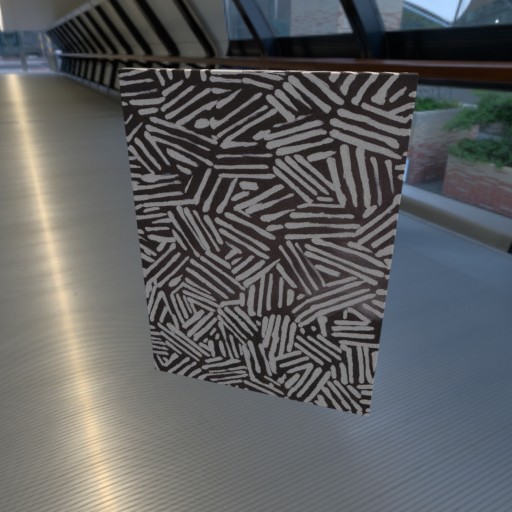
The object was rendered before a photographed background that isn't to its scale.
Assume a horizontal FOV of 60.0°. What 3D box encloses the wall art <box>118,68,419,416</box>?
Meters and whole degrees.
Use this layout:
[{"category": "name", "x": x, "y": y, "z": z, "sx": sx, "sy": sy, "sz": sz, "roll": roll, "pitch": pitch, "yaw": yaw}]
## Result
[{"category": "wall art", "x": 0.000, "y": 0.000, "z": 1.316, "sx": 0.765, "sy": 1.017, "sz": 0.038, "roll": 8, "pitch": 27, "yaw": 16}]
